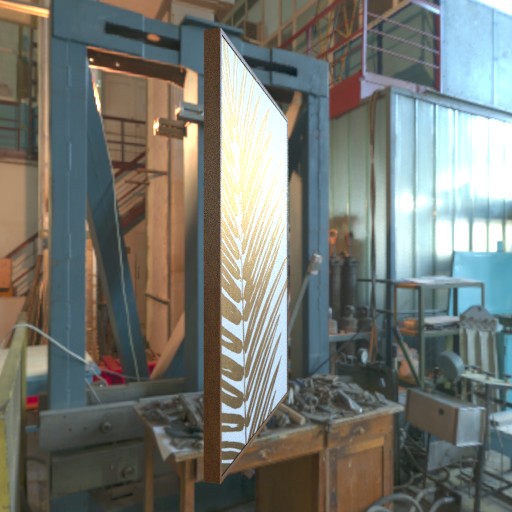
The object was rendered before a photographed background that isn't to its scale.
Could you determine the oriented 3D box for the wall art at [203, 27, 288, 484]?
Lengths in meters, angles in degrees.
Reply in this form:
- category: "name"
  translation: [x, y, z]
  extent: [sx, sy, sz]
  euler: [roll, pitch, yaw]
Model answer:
- category: "wall art"
  translation: [0.000, 0.000, 1.183]
  extent: [0.037, 0.914, 0.610]
  euler: [0, 0, 17]
